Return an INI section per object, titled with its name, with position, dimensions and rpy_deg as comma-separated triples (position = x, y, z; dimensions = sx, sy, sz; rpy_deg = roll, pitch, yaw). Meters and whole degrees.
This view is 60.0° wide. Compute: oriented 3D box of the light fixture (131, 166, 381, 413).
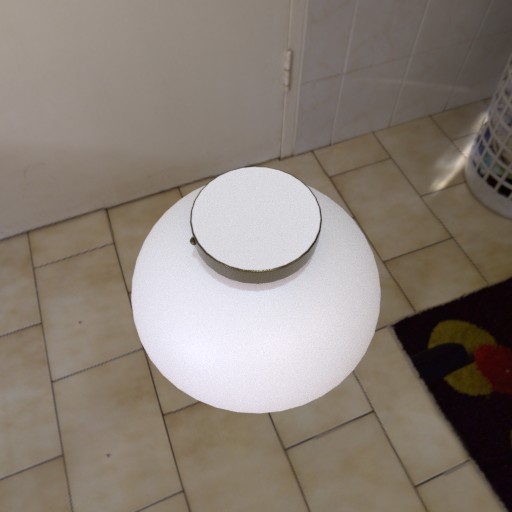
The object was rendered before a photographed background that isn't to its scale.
[light fixture]
position = 0.000, 0.000, 0.574
dimensions = 0.355, 0.177, 0.355
rpy_deg = 0, 58, 0
